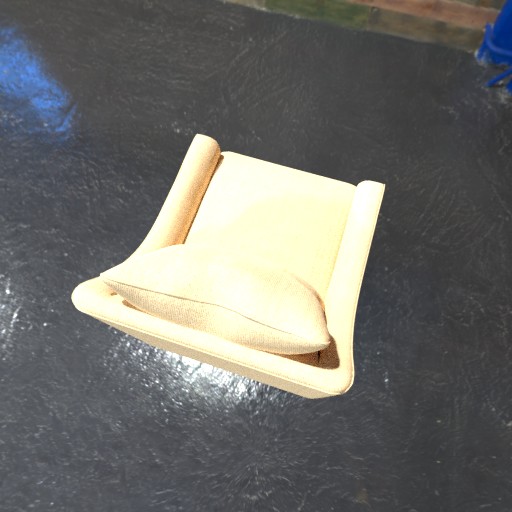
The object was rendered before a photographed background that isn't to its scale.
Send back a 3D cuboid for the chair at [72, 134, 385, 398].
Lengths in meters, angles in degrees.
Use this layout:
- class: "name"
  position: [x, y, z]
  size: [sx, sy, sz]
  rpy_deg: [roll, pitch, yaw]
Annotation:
- class: "chair"
  position: [0.000, 0.000, 1.586]
  size: [0.760, 0.927, 0.876]
  rpy_deg: [17, 67, 7]
